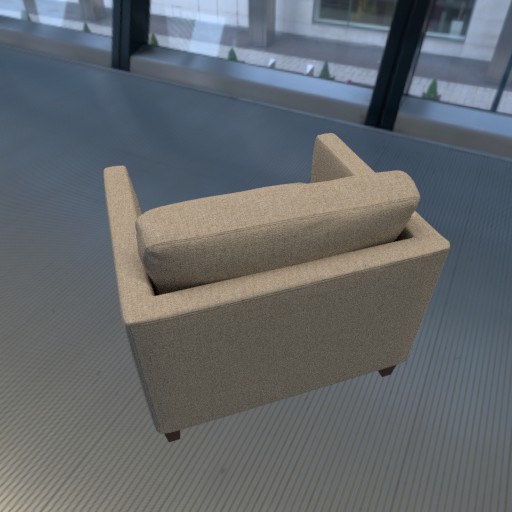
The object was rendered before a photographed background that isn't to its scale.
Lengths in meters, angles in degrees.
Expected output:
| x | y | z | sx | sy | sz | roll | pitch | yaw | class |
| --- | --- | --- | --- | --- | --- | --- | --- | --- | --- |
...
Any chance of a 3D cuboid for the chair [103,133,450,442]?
| x | y | z | sx | sy | sz | roll | pitch | yaw | class |
| --- | --- | --- | --- | --- | --- | --- | --- | --- | --- |
| 0.000 | 0.000 | 1.871 | 1.107 | 0.961 | 0.959 | -12 | 43 | -14 | chair |
